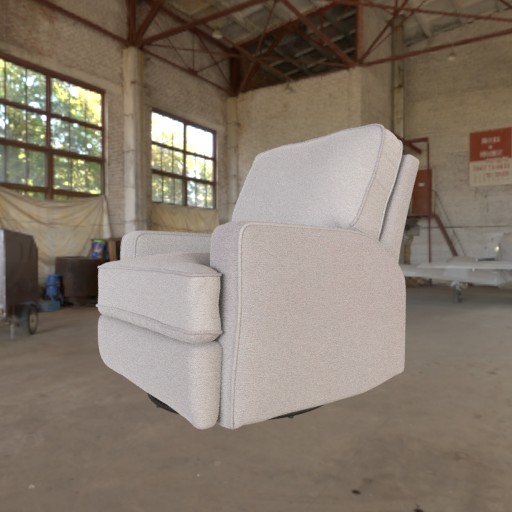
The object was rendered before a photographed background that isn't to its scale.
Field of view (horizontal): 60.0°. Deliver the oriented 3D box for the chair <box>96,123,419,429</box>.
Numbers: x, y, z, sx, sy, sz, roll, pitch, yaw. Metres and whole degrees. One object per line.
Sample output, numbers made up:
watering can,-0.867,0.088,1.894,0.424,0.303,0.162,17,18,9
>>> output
chair,0.000,0.000,1.649,0.969,0.964,0.861,0,1,-37
